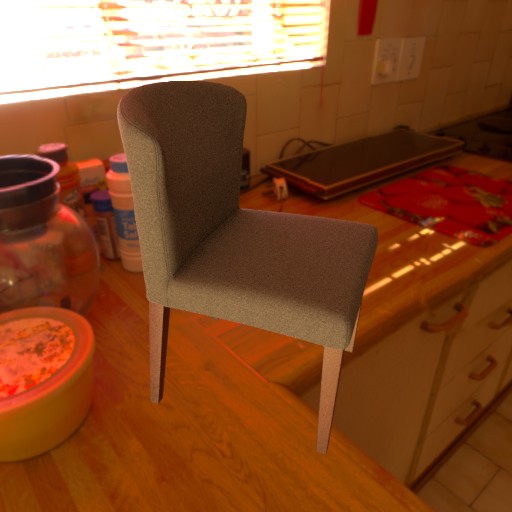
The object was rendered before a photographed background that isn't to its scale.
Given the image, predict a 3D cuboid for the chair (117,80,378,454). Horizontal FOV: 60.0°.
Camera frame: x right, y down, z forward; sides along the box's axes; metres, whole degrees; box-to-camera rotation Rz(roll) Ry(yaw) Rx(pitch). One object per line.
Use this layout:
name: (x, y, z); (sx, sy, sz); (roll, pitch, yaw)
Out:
chair: (0.000, 0.000, 1.184); (0.592, 0.839, 0.491); (10, 32, 17)
